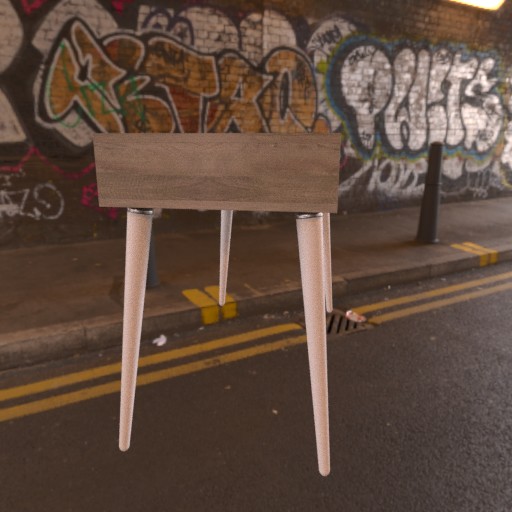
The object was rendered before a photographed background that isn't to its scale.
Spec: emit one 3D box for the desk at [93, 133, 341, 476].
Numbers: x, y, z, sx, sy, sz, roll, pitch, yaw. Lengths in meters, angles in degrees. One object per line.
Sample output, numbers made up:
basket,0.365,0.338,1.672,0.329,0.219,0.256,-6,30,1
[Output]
desk,0.000,0.000,1.373,0.491,0.723,0.979,3,15,9
